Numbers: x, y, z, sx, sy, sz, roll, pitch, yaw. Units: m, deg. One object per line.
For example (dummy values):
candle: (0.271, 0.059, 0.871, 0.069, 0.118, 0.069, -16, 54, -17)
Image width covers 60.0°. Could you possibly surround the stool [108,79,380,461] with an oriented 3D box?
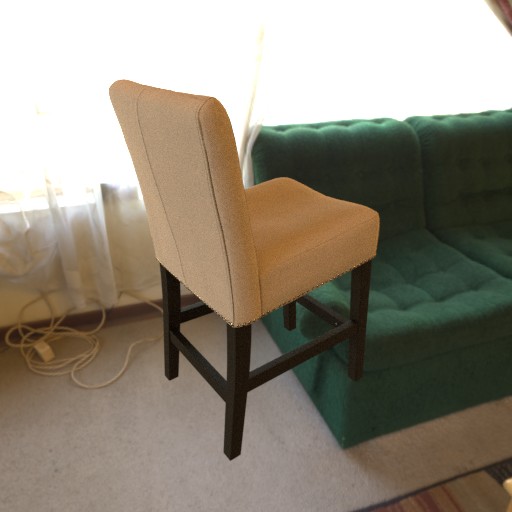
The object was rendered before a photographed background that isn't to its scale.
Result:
stool: (0.000, 0.000, 1.188, 0.571, 0.885, 0.427, -18, 32, -32)
